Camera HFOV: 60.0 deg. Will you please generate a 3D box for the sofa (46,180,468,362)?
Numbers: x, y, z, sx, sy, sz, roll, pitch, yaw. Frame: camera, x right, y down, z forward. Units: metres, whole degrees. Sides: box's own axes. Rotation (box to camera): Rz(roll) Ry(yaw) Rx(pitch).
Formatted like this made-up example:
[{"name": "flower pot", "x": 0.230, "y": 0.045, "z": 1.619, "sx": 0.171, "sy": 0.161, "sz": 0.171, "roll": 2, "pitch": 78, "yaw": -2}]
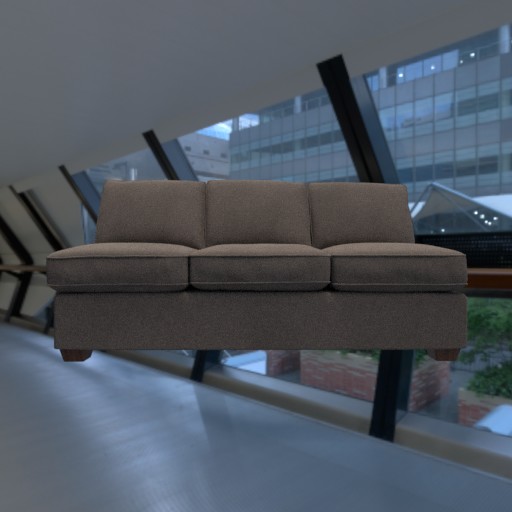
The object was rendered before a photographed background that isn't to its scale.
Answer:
[{"name": "sofa", "x": 0.000, "y": 0.000, "z": 2.503, "sx": 1.962, "sy": 0.973, "sz": 1.027, "roll": 0, "pitch": 0, "yaw": 0}]
